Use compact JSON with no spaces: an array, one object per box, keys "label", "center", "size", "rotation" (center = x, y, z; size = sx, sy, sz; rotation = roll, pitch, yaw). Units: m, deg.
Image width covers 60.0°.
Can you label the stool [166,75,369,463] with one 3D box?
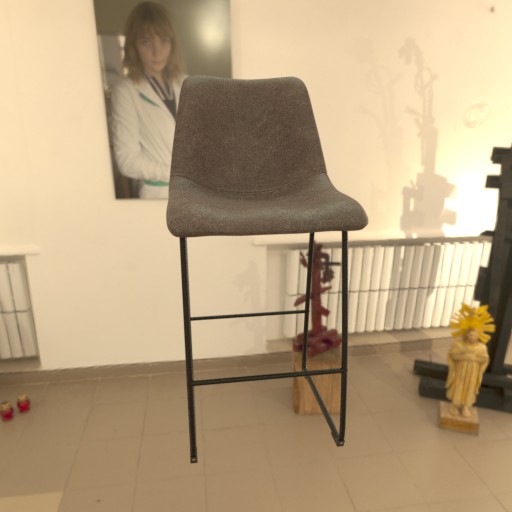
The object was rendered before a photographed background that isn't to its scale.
[{"label":"stool","center":[0.000,0.000,1.376],"size":[0.514,1.082,0.561],"rotation":[-3,18,-8]}]
